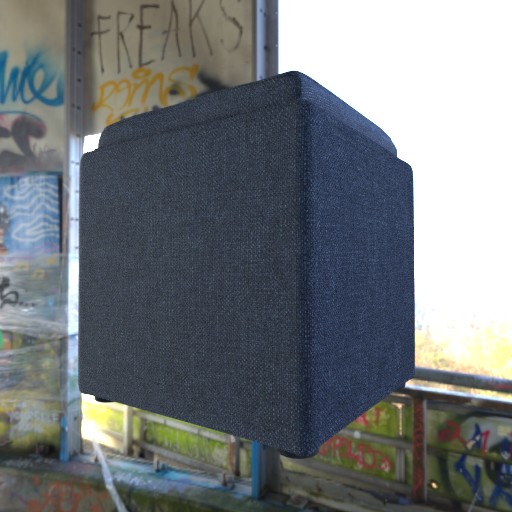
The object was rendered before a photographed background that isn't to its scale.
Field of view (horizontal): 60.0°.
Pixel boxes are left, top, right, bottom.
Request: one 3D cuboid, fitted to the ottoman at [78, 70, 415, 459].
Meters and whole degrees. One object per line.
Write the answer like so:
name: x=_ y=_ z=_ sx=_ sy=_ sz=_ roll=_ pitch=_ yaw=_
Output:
ottoman: x=0.000 y=0.000 z=0.812 sx=0.454 sy=0.493 sz=0.436 roll=-1 pitch=-1 yaw=35
